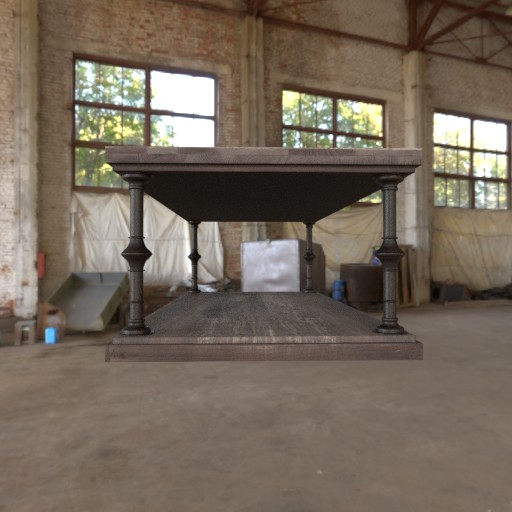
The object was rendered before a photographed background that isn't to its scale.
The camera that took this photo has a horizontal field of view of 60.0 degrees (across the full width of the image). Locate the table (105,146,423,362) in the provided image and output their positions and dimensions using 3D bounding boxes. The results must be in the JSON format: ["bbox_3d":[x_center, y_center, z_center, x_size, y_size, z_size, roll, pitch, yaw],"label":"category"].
[{"bbox_3d":[0.000,0.000,1.316,0.554,0.373,1.088,0,0,-2],"label":"table"}]
